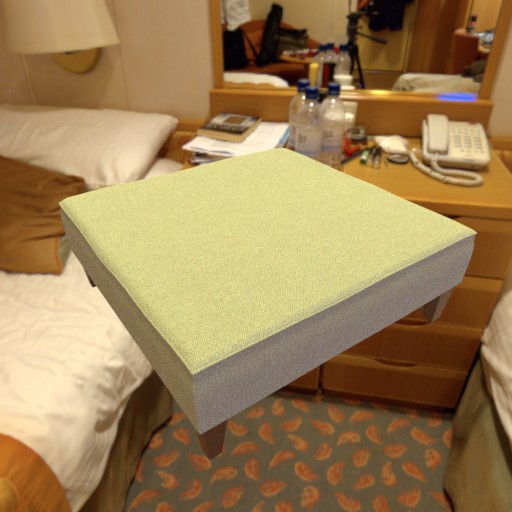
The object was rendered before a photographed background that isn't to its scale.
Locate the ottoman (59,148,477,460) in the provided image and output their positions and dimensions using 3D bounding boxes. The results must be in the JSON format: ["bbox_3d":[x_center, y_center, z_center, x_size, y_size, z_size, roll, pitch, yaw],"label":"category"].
[{"bbox_3d":[0.000,0.000,1.524,1.004,0.379,0.968,-21,38,-29],"label":"ottoman"}]
